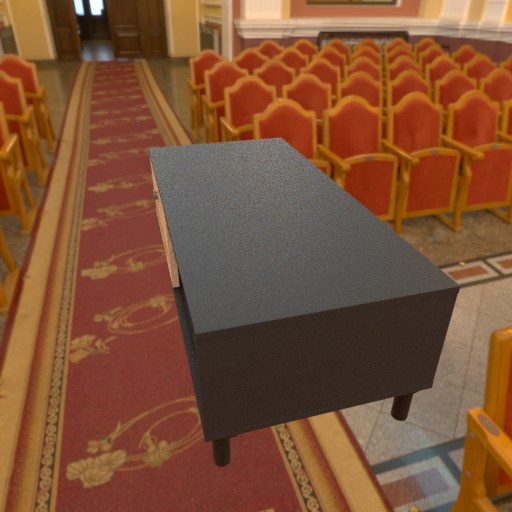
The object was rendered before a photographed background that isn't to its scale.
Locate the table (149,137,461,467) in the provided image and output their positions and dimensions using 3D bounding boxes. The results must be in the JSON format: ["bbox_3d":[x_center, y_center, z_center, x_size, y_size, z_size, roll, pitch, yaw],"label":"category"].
[{"bbox_3d":[0.000,0.000,1.367,0.550,0.400,1.100,-8,31,-14],"label":"table"}]
